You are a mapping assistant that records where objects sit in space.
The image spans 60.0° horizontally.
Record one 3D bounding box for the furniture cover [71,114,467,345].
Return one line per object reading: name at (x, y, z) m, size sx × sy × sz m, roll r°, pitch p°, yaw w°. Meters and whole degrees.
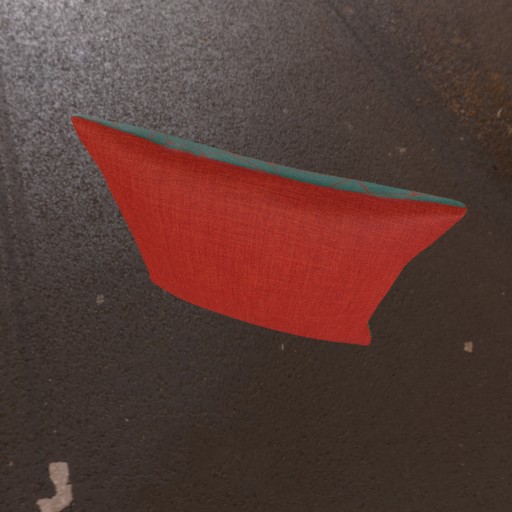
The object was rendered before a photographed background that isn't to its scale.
furniture cover at (0.000, 0.000, 0.772) m, size 0.517 × 0.508 × 0.158 m, roll 15°, pitch 63°, yaw 8°
